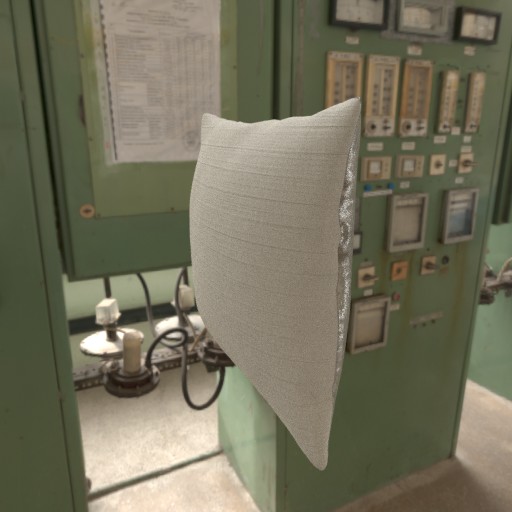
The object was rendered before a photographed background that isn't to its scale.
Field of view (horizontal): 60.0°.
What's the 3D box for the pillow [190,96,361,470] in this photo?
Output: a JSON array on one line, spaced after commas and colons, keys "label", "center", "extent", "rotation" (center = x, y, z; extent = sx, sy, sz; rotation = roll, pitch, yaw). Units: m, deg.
[{"label": "pillow", "center": [0.000, 0.000, 0.723], "extent": [0.175, 0.464, 0.470], "rotation": [-8, 18, -24]}]
